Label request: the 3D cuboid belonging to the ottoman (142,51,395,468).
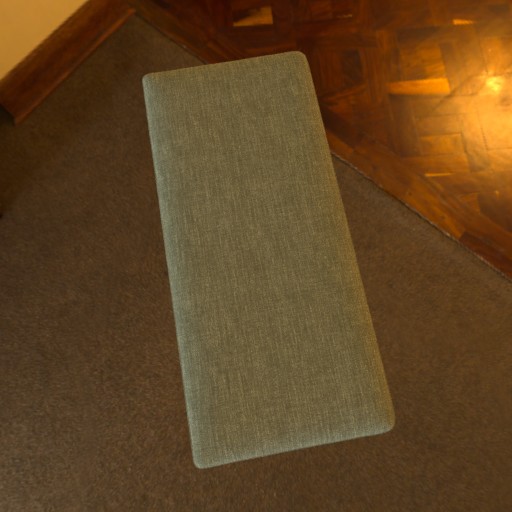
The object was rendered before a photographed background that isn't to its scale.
[{"bbox_3d":[0.000,0.000,1.136,0.419,0.432,0.902,-10,76,-3],"label":"ottoman"}]
